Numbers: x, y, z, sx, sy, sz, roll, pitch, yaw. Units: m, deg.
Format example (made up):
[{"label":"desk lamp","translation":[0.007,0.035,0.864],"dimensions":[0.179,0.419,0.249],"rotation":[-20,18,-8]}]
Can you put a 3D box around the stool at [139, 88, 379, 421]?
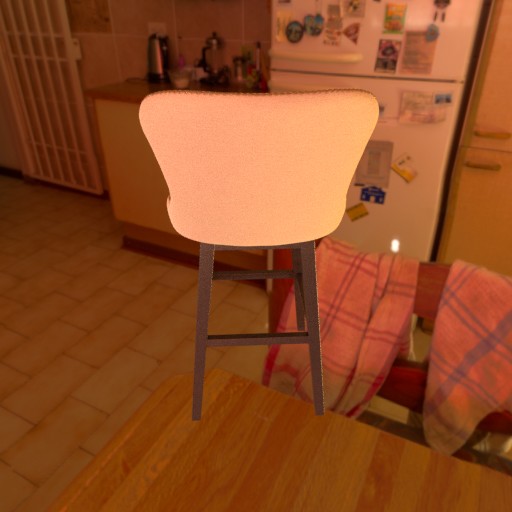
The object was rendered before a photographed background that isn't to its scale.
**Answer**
[{"label":"stool","translation":[0.000,0.000,1.371],"dimensions":[0.528,1.066,0.605],"rotation":[-1,30,-3]}]
